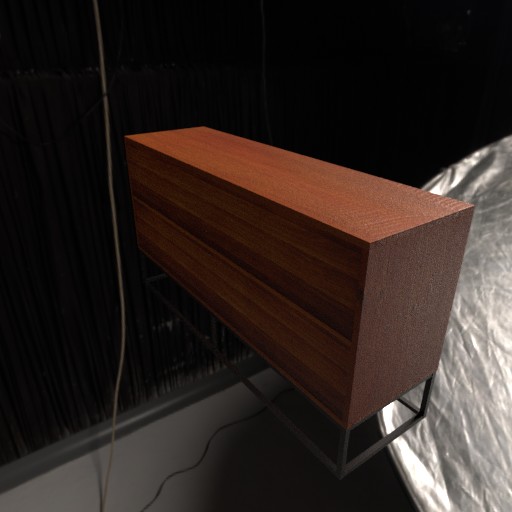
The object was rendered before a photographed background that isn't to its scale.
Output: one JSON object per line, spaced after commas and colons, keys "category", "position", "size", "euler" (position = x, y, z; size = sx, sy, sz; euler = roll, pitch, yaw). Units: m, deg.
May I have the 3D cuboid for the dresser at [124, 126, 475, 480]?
{"category": "dresser", "position": [0.000, 0.000, 1.877], "size": [0.464, 0.810, 1.536], "euler": [-18, 31, -32]}
